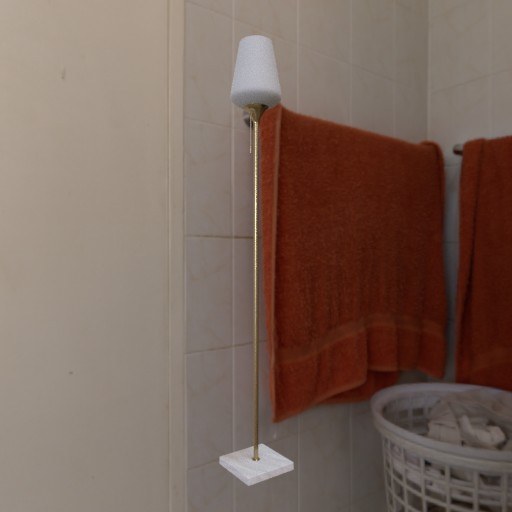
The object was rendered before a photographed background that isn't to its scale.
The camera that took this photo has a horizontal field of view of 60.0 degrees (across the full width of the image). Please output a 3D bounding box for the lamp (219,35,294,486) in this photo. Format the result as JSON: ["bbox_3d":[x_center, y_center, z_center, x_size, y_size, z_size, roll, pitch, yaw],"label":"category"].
[{"bbox_3d":[0.000,0.000,1.898,0.232,1.813,0.229,0,1,-35],"label":"lamp"}]
